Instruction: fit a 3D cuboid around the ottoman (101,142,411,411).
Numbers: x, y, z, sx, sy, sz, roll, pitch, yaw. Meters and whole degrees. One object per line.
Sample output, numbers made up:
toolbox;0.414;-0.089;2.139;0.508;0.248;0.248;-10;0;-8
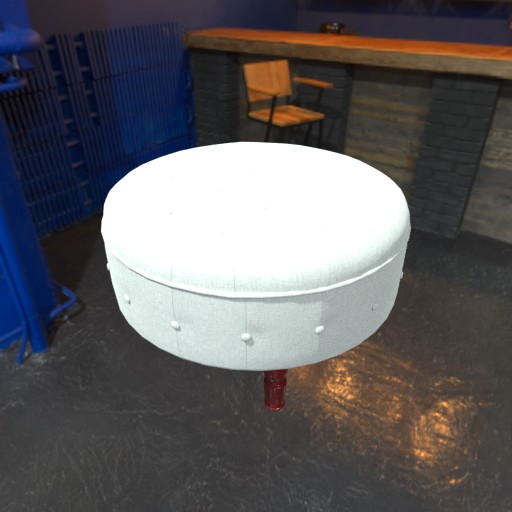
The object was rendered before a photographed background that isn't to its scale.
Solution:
ottoman;0.000;0.000;1.355;0.850;0.483;0.850;0;32;0
